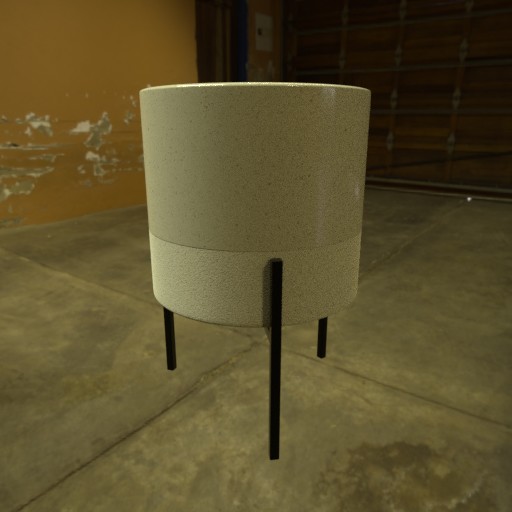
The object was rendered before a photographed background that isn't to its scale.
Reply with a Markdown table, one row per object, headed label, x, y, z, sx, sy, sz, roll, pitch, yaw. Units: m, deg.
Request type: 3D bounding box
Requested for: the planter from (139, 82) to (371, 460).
| label | x | y | z | sx | sy | sz | roll | pitch | yaw |
| --- | --- | --- | --- | --- | --- | --- | --- | --- | --- |
| planter | 0.000 | 0.000 | 0.330 | 0.152 | 0.230 | 0.159 | -3 | 17 | -8 |
